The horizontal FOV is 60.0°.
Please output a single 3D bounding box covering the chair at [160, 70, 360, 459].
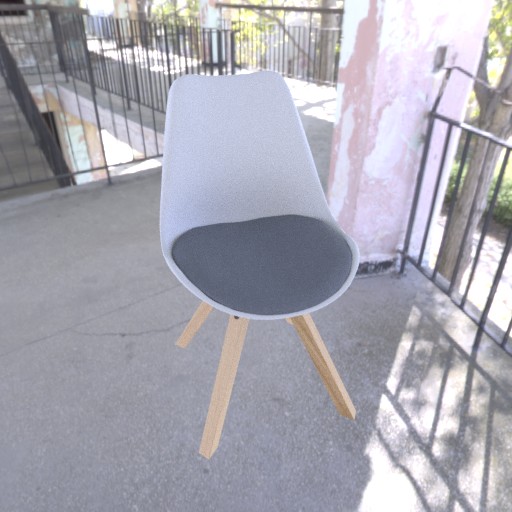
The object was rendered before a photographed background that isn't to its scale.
[{"bbox_3d":[0.000,0.000,1.190,0.485,0.850,0.550,-9,32,-15],"label":"chair"}]
